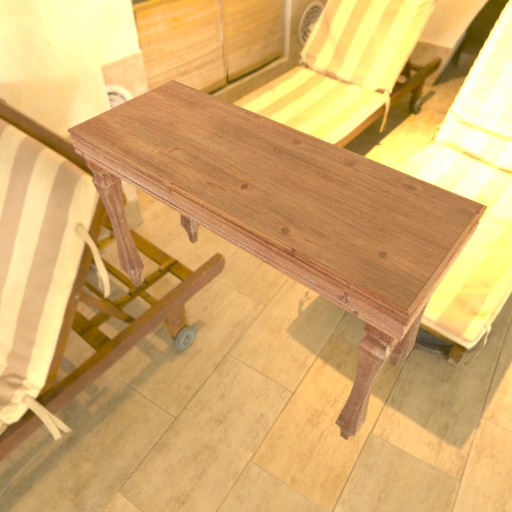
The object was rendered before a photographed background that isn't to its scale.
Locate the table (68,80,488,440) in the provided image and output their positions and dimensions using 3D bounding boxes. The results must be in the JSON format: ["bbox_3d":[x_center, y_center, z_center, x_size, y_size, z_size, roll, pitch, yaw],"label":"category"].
[{"bbox_3d":[0.000,0.000,1.762,1.330,0.873,0.522,30,53,26],"label":"table"}]
